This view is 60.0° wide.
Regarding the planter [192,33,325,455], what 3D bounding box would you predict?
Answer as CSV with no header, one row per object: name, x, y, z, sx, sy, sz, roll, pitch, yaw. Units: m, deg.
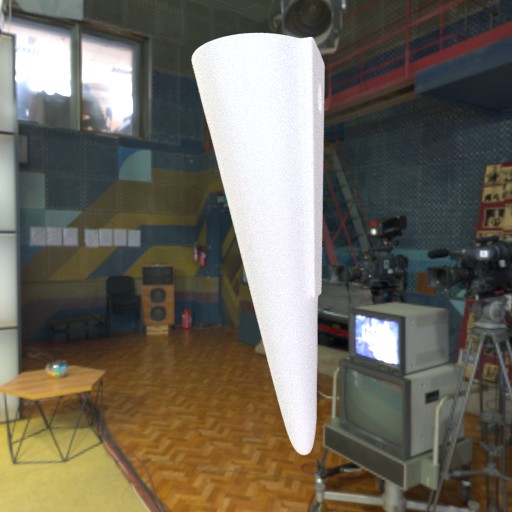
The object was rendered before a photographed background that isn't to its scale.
planter,0.000,0.000,0.221,0.064,0.193,0.057,1,2,18
